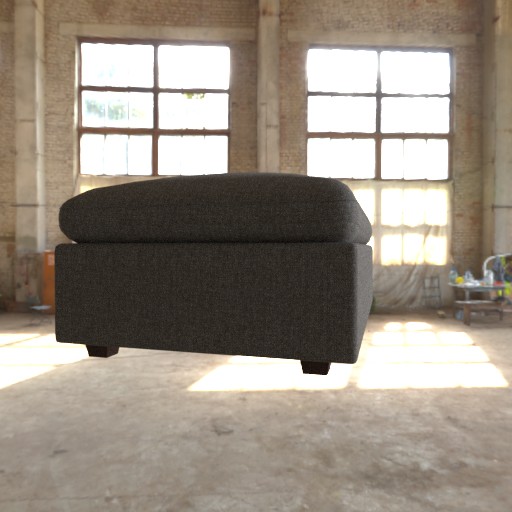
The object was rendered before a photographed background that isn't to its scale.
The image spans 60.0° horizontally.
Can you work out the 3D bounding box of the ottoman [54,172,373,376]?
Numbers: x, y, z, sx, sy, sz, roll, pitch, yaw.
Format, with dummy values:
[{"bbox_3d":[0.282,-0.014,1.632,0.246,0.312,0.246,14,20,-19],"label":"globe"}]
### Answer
[{"bbox_3d":[0.000,0.000,1.450,0.711,0.483,1.041,0,1,16],"label":"ottoman"}]
